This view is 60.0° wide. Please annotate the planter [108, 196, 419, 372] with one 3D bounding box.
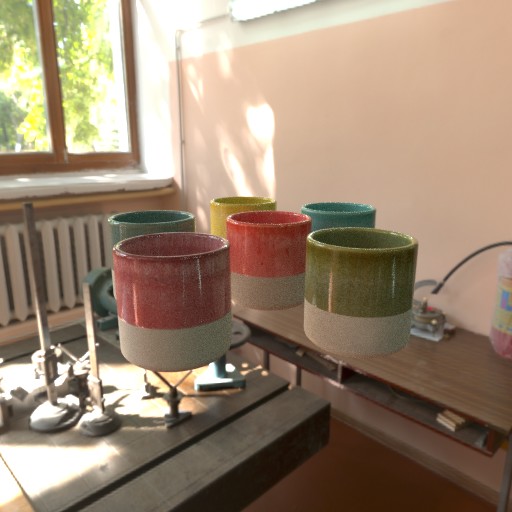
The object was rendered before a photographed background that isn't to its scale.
[{"bbox_3d":[0.000,0.000,0.406,0.257,0.075,0.286,-3,15,-10],"label":"planter"}]
